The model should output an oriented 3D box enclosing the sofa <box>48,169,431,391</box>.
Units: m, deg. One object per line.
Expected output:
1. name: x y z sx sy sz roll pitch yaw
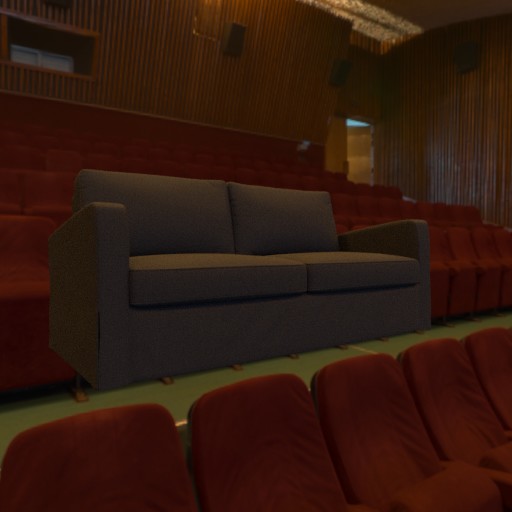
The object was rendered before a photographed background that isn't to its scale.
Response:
1. sofa: 0.000 0.000 2.288 1.852 0.839 0.898 -1 2 -35
